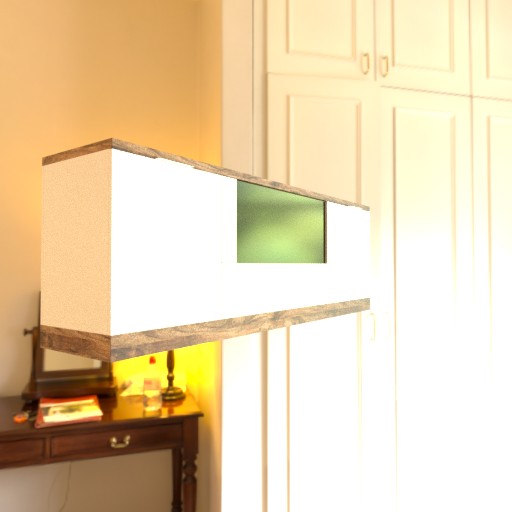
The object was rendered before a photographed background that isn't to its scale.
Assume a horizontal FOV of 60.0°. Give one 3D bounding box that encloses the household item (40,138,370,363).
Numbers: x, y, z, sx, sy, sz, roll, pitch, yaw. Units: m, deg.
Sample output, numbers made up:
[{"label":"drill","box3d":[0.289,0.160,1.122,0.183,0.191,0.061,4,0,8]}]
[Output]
[{"label":"household item","box3d":[0.000,0.000,2.037,0.390,0.615,1.800,-1,-1,37]}]
